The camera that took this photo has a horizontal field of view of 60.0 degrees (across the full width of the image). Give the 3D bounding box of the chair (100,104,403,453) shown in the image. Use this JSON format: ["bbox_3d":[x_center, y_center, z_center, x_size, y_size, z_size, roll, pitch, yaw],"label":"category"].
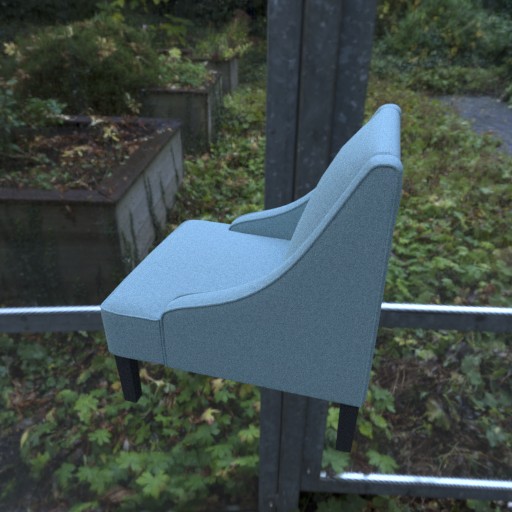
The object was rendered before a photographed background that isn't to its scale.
[{"bbox_3d":[0.000,0.000,1.860,1.025,1.133,0.857,8,30,14],"label":"chair"}]
